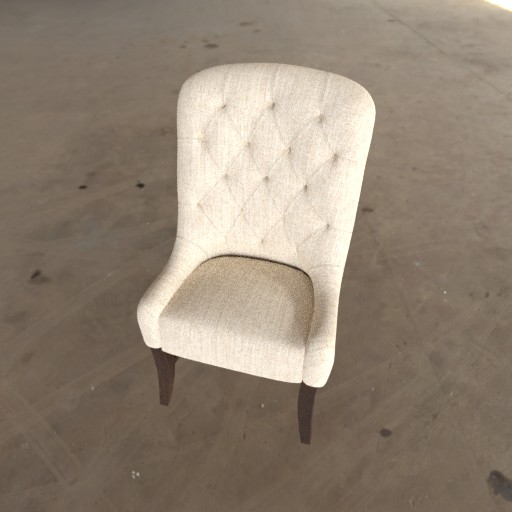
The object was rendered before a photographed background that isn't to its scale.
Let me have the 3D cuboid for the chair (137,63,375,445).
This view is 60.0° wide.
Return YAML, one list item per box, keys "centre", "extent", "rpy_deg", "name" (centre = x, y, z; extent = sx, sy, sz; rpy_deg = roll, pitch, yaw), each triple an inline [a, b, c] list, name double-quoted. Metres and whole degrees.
- centre: [0.000, 0.000, 1.502]
  extent: [0.634, 1.091, 0.629]
  rpy_deg: [10, 40, 13]
  name: "chair"
